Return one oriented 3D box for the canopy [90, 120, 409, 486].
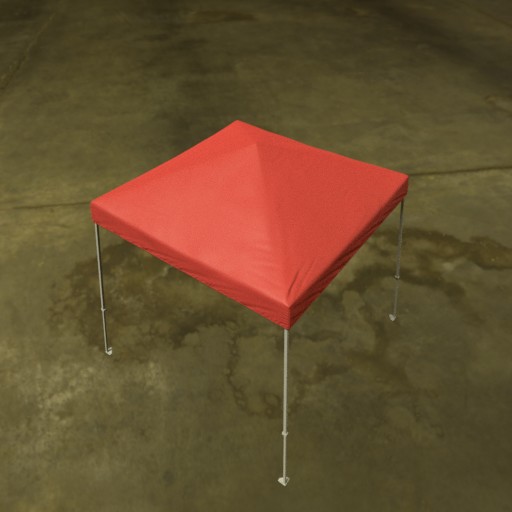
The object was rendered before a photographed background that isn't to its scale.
[{"bbox_3d":[0.000,0.000,5.150,2.848,2.849,2.849,26,47,27],"label":"canopy"}]
